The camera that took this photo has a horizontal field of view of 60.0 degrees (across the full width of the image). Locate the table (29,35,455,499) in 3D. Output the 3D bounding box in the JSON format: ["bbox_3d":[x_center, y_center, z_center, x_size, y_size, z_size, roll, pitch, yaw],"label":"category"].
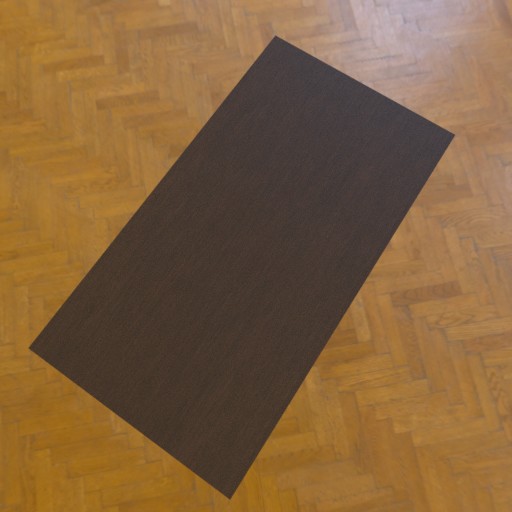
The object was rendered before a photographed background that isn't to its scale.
[{"bbox_3d":[0.000,0.000,1.358,0.597,0.424,1.099,33,77,8],"label":"table"}]
